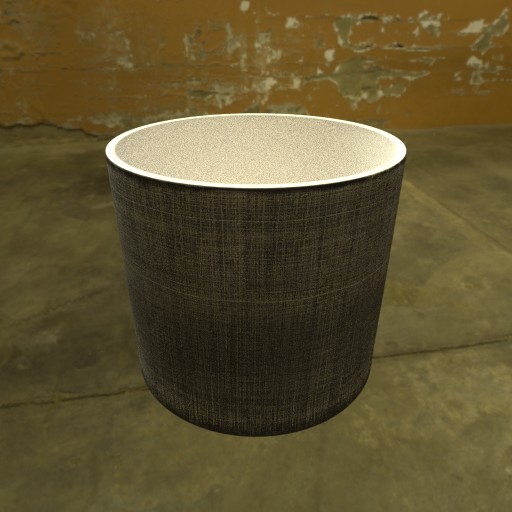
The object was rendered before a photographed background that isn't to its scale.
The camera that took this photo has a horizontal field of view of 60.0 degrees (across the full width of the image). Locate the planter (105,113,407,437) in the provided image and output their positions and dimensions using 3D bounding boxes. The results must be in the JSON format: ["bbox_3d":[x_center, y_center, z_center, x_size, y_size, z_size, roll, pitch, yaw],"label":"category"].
[{"bbox_3d":[0.000,0.000,0.385,0.221,0.201,0.221,0,28,0],"label":"planter"}]
